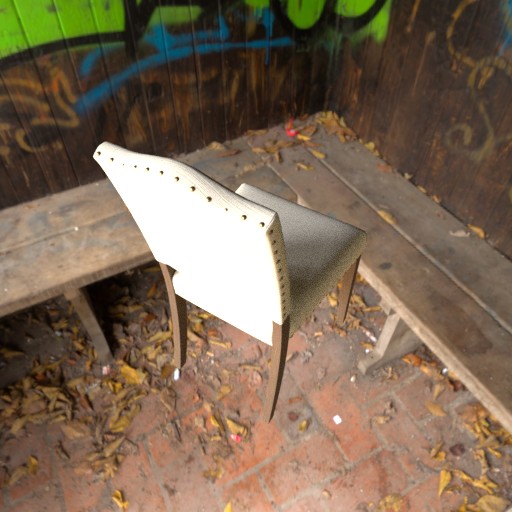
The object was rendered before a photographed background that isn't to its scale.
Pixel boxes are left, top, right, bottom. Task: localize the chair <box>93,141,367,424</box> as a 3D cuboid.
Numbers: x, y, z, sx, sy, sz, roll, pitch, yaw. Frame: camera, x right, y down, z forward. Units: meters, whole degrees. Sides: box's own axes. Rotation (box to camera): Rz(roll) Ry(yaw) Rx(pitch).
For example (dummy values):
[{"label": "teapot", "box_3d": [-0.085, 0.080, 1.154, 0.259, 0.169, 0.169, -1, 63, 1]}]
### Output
[{"label": "chair", "box_3d": [0.000, 0.000, 1.369, 0.508, 1.015, 0.619, 25, 52, 21]}]
